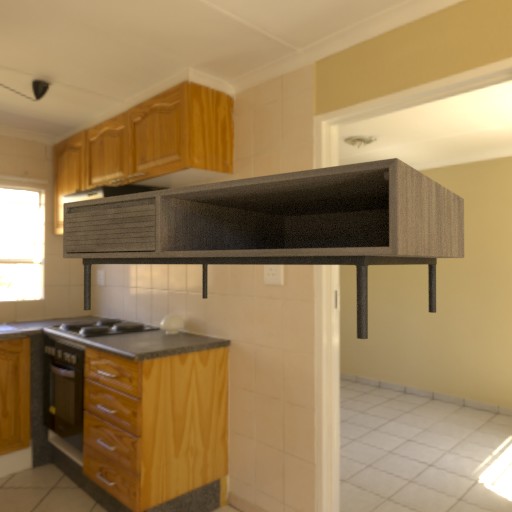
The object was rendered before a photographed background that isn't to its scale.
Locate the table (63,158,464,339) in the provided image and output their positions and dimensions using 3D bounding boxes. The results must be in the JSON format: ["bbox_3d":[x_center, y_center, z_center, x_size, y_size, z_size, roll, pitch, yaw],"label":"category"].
[{"bbox_3d":[0.000,0.000,1.389,1.088,0.347,0.643,-1,-1,35],"label":"table"}]
